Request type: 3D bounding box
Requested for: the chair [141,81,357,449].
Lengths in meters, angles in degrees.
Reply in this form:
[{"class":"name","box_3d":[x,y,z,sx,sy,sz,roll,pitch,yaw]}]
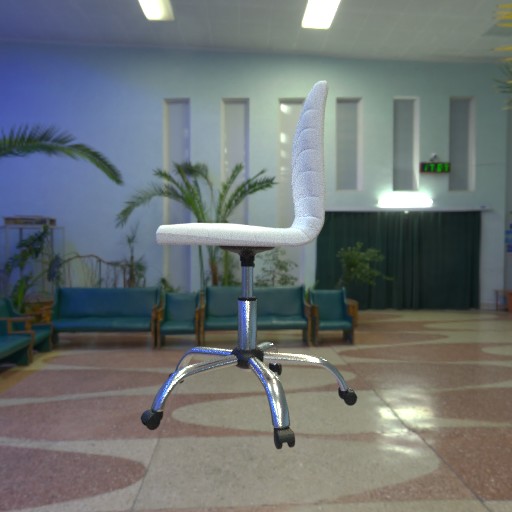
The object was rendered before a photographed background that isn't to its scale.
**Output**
[{"class":"chair","box_3d":[0.000,0.000,1.163,0.530,0.780,0.556,0,2,1]}]
